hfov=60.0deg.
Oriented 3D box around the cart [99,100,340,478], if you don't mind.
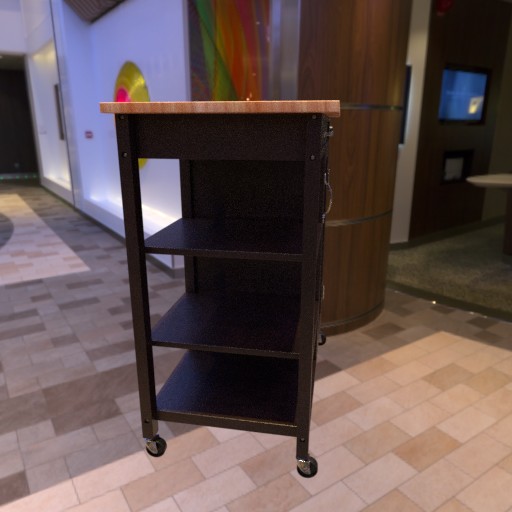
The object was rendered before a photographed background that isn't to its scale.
[{"bbox_3d":[0.000,0.000,1.393,0.472,0.878,0.914,3,17,10],"label":"cart"}]
